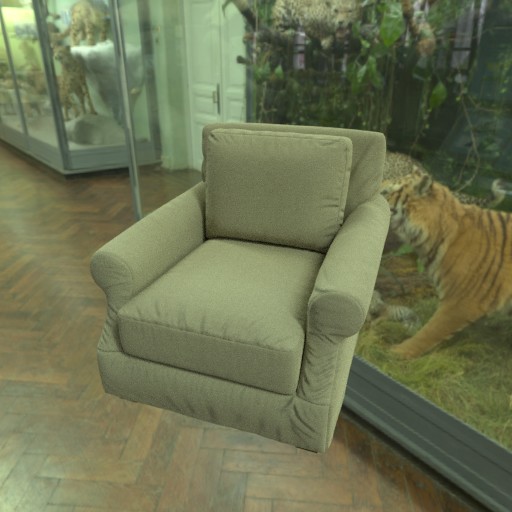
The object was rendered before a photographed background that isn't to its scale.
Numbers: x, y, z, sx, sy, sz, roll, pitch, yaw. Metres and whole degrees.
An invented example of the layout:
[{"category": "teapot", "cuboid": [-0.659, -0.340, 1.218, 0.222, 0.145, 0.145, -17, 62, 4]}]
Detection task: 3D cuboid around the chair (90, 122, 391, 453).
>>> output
[{"category": "chair", "cuboid": [0.000, 0.000, 1.732, 0.940, 0.866, 1.066, 9, 27, 17]}]
